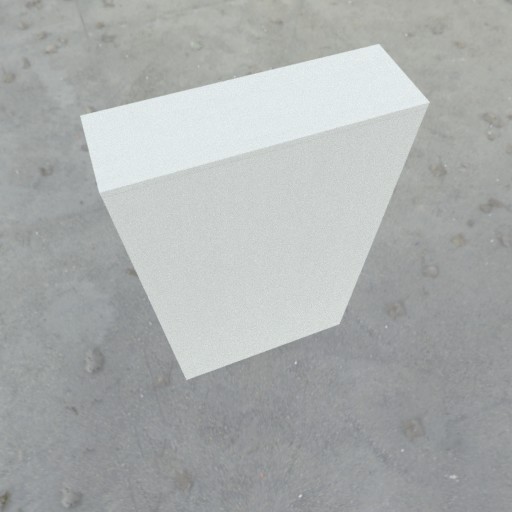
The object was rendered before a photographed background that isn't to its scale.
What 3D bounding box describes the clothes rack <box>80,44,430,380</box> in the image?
[{"bbox_3d":[0.000,0.000,1.543,0.750,1.280,0.250,-18,60,-11],"label":"clothes rack"}]
